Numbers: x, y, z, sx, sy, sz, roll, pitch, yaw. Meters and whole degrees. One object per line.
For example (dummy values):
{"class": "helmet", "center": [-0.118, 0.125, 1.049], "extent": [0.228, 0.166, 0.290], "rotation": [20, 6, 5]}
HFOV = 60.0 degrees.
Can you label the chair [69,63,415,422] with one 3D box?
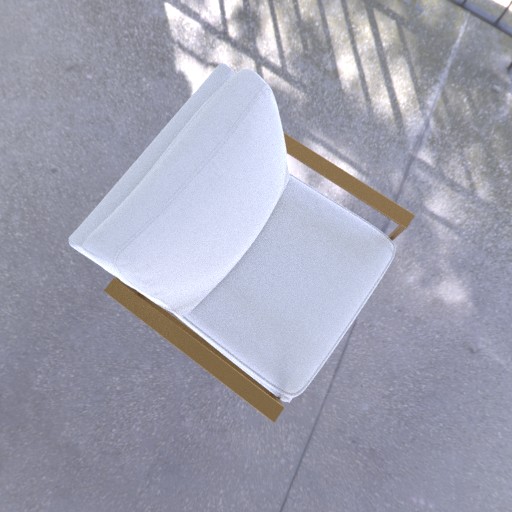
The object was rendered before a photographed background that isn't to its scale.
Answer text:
{"class": "chair", "center": [0.000, 0.000, 1.548], "extent": [0.813, 0.966, 0.805], "rotation": [35, 79, 8]}
